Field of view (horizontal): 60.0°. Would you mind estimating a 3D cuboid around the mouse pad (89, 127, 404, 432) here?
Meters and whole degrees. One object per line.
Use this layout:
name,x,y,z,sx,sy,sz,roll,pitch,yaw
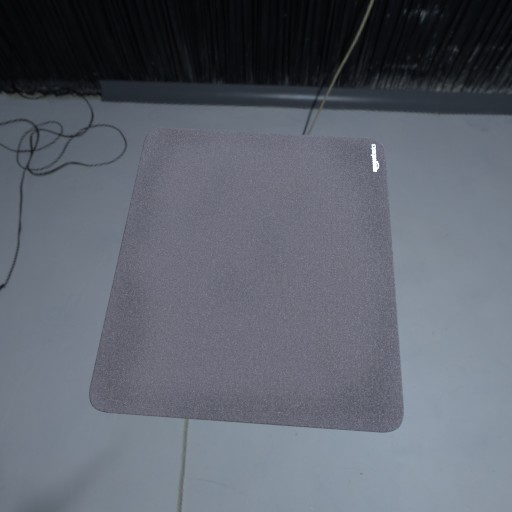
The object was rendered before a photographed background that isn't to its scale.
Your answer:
mouse pad,0.000,0.000,0.637,0.393,0.002,0.451,4,65,2
